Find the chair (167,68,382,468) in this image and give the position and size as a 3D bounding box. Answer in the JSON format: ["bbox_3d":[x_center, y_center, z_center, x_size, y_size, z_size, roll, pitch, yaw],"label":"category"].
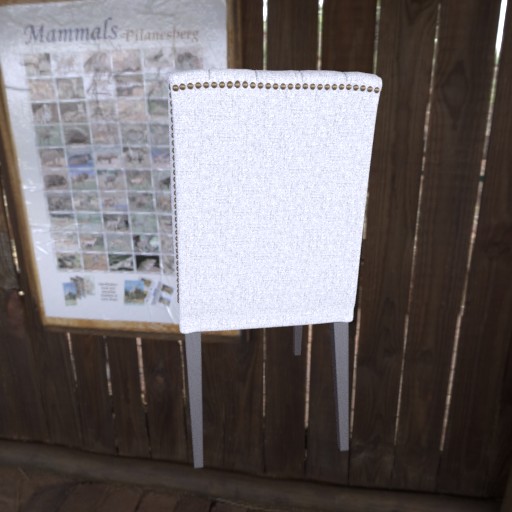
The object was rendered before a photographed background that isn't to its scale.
[{"bbox_3d":[0.000,0.000,1.389,0.511,1.016,0.647,-3,16,-9],"label":"chair"}]
